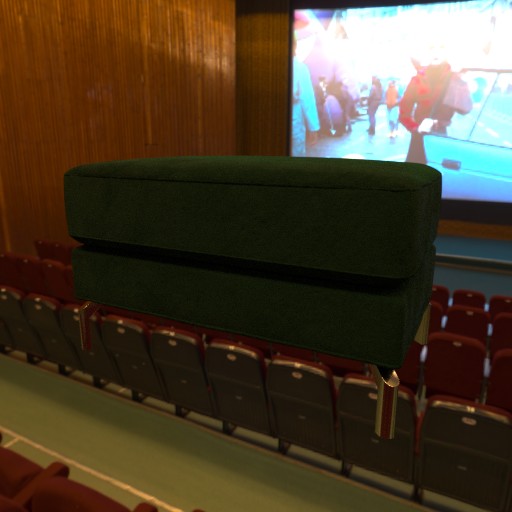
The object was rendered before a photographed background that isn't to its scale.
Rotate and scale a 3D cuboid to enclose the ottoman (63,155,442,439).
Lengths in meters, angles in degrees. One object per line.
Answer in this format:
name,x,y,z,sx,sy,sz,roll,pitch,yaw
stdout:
ottoman,0.000,0.000,1.214,0.886,0.533,0.536,7,16,26
